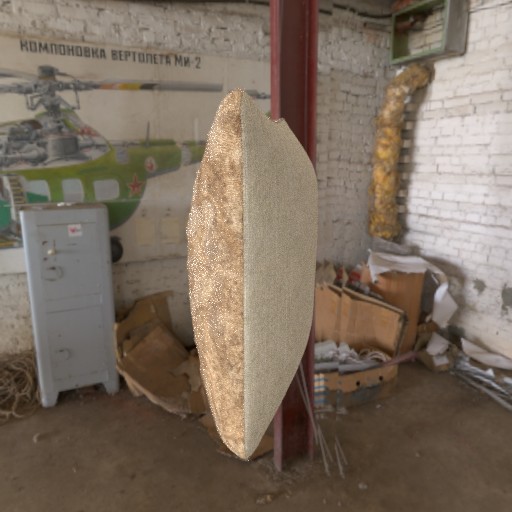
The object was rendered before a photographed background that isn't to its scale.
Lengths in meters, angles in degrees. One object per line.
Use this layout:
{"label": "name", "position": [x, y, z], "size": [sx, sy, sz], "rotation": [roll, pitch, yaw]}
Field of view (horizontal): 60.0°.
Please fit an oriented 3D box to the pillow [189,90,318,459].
{"label": "pillow", "position": [0.000, 0.000, 0.819], "size": [0.216, 0.525, 0.538], "rotation": [2, 13, 10]}
